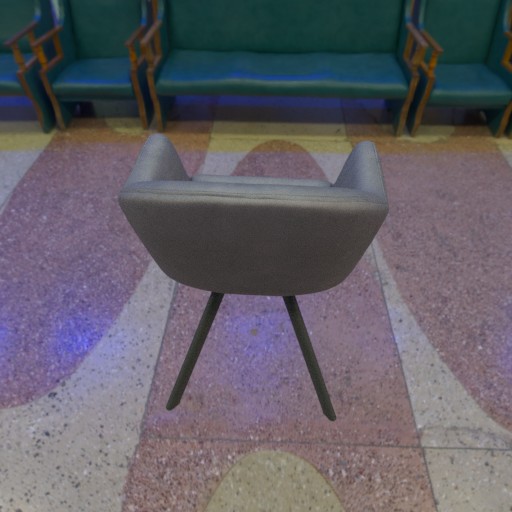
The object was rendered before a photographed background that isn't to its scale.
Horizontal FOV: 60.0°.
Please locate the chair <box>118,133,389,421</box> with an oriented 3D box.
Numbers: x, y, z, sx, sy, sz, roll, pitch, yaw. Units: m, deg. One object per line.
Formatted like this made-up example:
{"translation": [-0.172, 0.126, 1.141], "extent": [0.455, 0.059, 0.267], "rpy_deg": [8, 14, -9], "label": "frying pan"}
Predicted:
{"translation": [0.000, 0.000, 1.136], "extent": [0.567, 0.781, 0.544], "rpy_deg": [3, 45, 3], "label": "chair"}
